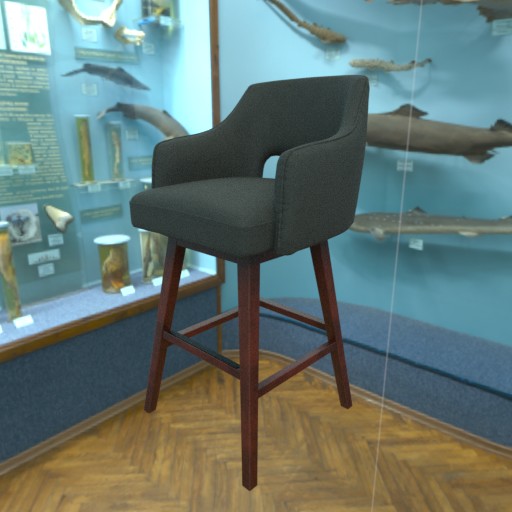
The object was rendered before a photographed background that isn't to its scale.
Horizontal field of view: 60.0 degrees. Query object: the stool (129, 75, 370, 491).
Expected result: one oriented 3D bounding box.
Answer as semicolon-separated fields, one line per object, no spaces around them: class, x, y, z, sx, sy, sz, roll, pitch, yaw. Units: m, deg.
stool;0.000;0.000;1.304;0.548;1.012;0.558;16;23;41
